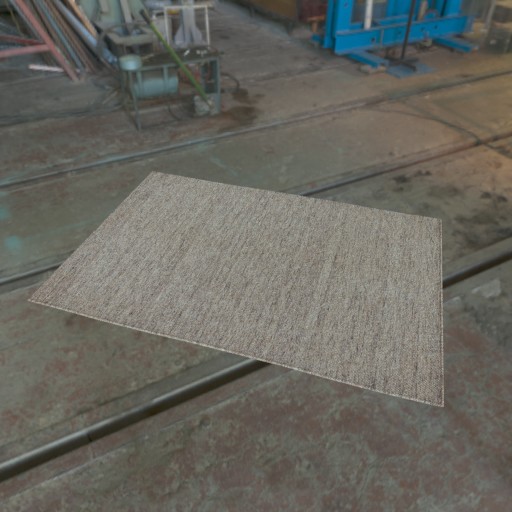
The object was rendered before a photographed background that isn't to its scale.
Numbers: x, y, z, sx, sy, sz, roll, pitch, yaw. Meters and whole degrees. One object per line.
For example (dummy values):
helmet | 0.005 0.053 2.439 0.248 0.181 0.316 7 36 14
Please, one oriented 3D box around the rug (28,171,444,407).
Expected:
rug | 0.000 0.000 2.852 2.283 0.013 1.547 11 42 13
